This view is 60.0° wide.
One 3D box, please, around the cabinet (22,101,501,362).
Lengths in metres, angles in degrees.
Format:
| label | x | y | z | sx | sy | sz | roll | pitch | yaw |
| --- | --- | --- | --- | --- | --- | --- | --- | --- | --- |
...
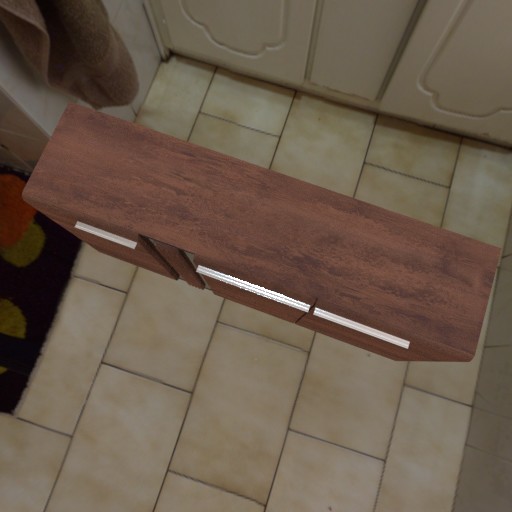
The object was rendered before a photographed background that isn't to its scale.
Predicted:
| label | x | y | z | sx | sy | sz | roll | pitch | yaw |
| --- | --- | --- | --- | --- | --- | --- | --- | --- | --- |
| cabinet | 0.000 | 0.000 | 1.942 | 1.600 | 0.900 | 0.420 | 20 | 78 | 4 |
